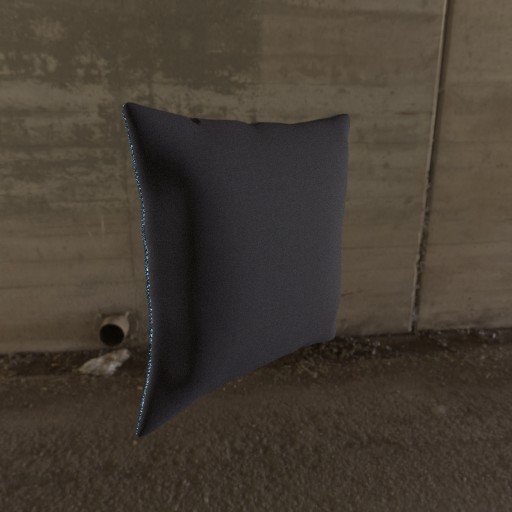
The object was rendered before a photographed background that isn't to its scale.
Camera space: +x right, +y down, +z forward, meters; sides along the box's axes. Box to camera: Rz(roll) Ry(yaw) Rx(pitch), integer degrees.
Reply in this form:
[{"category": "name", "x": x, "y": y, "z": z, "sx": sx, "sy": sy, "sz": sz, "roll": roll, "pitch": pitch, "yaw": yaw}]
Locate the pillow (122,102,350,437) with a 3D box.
[{"category": "pillow", "x": 0.000, "y": 0.000, "z": 0.672, "sx": 0.436, "sy": 0.430, "sz": 0.138, "roll": -16, "pitch": 23, "yaw": -42}]
